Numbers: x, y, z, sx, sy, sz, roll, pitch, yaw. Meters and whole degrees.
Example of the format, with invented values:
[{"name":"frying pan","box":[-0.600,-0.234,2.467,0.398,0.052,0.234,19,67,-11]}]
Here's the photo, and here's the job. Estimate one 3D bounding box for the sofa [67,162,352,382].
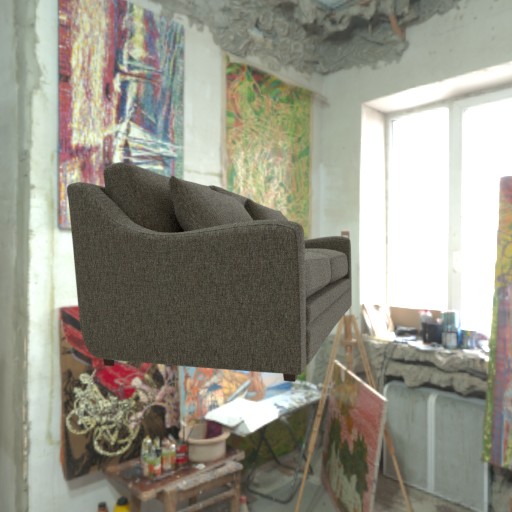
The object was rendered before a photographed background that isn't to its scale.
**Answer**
[{"name":"sofa","box":[0.000,0.000,3.011,1.103,0.998,2.418,0,1,17]}]
